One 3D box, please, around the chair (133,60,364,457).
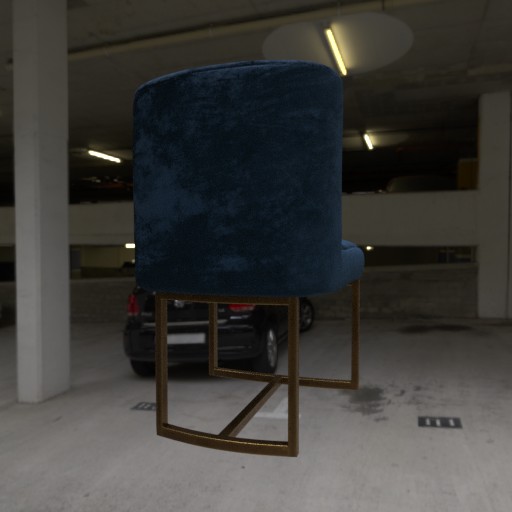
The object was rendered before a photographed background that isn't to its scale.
[{"bbox_3d":[0.000,0.000,1.187,0.530,0.824,0.560,1,2,19],"label":"chair"}]
